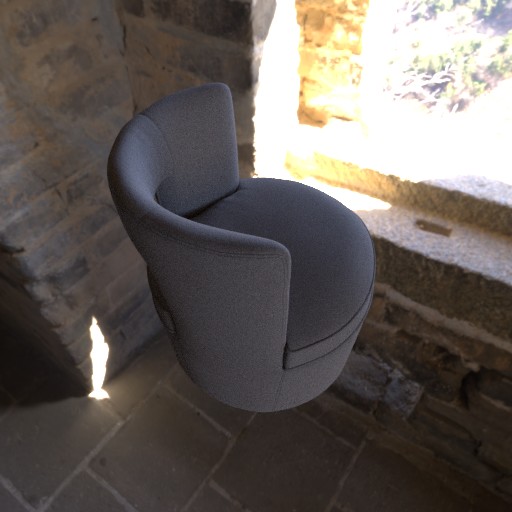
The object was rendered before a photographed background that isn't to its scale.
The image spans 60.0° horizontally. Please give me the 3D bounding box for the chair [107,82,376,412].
[{"bbox_3d":[0.000,0.000,1.246,0.660,0.719,0.689,-8,46,-8],"label":"chair"}]
